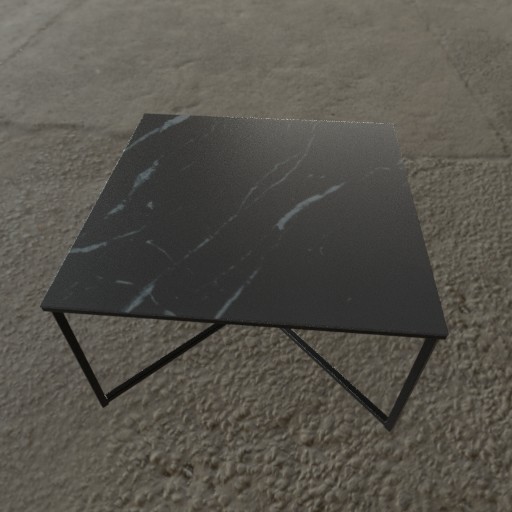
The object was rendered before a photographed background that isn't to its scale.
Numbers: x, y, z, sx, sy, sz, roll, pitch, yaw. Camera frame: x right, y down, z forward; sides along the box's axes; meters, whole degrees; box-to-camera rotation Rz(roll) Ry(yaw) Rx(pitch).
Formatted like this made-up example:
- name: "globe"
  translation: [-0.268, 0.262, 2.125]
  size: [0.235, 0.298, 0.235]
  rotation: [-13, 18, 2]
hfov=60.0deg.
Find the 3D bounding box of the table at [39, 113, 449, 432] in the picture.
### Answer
- name: "table"
  translation: [0.000, 0.000, 1.300]
  size: [0.800, 0.450, 0.800]
  rotation: [4, 45, 3]
